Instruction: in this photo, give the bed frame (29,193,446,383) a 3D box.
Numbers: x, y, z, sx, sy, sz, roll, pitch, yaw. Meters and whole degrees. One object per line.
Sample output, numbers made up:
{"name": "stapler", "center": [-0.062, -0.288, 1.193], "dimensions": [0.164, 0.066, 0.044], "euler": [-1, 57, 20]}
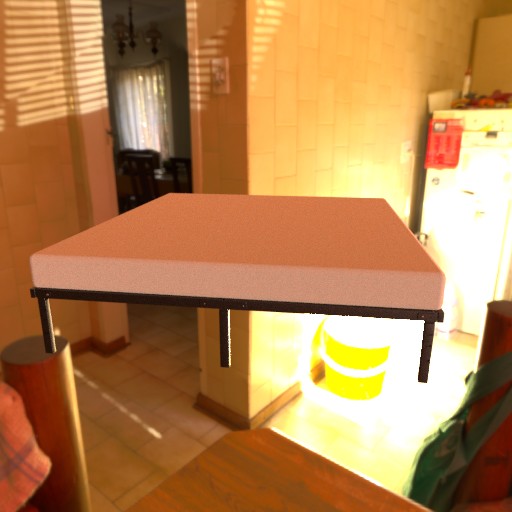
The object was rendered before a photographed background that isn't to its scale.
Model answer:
{"name": "bed frame", "center": [0.000, 0.000, 3.909], "dimensions": [2.526, 0.680, 2.635], "euler": [2, 17, 8]}
